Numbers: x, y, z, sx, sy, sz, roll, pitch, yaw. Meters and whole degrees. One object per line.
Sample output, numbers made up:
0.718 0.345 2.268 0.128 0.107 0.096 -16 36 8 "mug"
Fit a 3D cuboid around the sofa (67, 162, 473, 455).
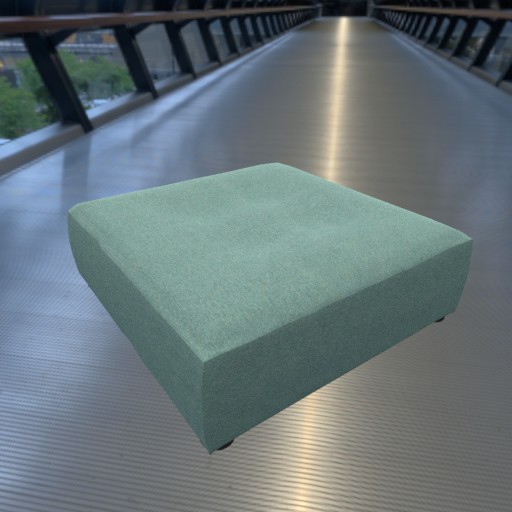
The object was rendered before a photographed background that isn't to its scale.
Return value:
0.000 0.000 1.447 0.930 0.330 0.930 -19 34 -31 "sofa"
